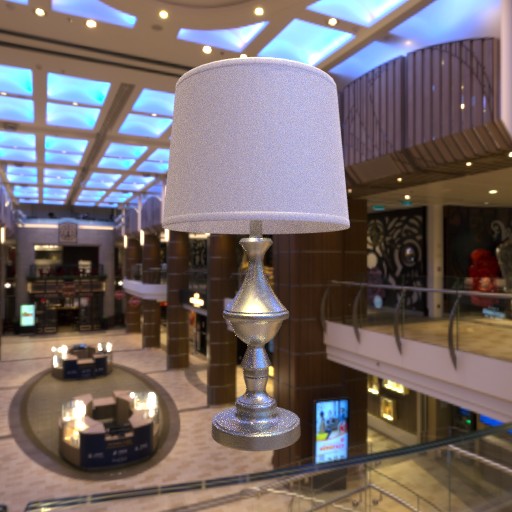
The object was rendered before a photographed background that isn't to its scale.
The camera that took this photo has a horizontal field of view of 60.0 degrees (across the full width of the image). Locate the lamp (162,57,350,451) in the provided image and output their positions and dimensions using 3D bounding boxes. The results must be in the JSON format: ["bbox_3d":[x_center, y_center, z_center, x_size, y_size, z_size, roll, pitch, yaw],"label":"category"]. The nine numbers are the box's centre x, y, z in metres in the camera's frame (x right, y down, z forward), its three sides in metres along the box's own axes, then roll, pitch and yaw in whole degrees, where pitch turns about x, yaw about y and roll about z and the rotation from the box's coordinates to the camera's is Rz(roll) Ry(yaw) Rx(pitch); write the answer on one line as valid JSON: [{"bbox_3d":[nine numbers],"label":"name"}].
[{"bbox_3d":[0.000,0.000,0.924,0.383,0.733,0.383,0,-1,0],"label":"lamp"}]
